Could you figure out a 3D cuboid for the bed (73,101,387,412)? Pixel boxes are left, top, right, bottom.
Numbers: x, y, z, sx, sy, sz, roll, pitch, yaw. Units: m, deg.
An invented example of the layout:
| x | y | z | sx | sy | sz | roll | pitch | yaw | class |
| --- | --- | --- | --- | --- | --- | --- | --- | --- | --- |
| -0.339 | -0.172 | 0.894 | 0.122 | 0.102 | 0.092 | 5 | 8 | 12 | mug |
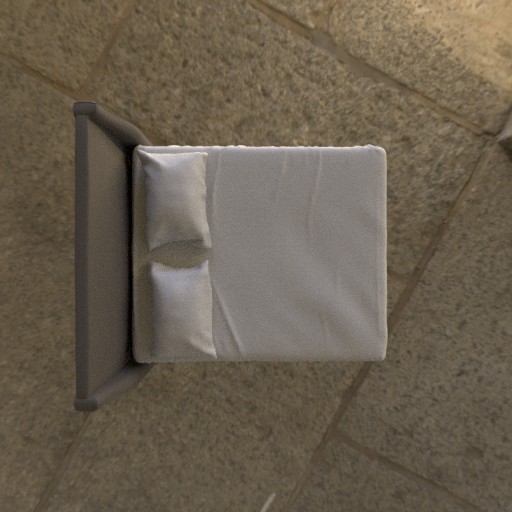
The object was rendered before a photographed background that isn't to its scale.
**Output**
| x | y | z | sx | sy | sz | roll | pitch | yaw | class |
| --- | --- | --- | --- | --- | --- | --- | --- | --- | --- |
| 0.000 | 0.000 | 3.371 | 2.276 | 1.332 | 1.925 | 0 | 90 | -1 | bed |
